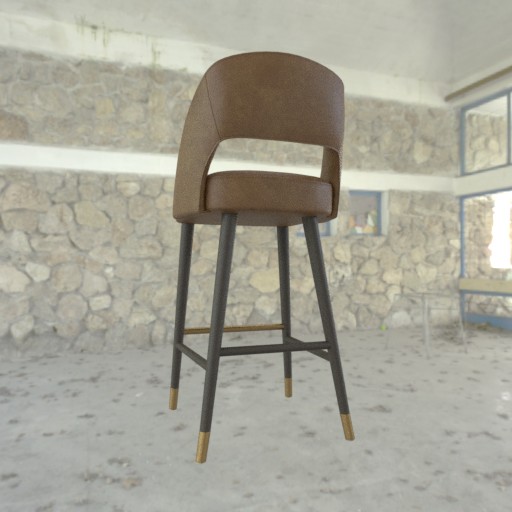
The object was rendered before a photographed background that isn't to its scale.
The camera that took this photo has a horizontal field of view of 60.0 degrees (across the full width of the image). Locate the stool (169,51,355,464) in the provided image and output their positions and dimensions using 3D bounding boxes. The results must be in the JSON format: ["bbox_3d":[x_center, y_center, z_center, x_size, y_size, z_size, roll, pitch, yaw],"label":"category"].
[{"bbox_3d":[0.000,0.000,1.362,0.494,1.037,0.509,0,-1,-20],"label":"stool"}]
